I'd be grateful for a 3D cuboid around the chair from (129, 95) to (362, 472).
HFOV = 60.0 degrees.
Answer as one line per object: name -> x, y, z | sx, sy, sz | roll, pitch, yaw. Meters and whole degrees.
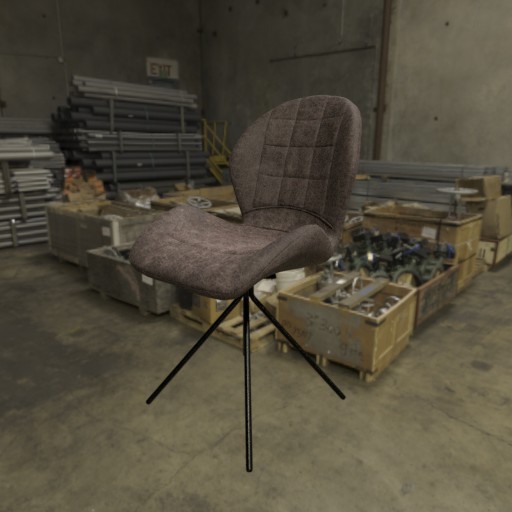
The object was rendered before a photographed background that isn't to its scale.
chair -> 0.000, 0.000, 1.309 | 0.527, 0.934, 0.640 | 13, 20, 41
